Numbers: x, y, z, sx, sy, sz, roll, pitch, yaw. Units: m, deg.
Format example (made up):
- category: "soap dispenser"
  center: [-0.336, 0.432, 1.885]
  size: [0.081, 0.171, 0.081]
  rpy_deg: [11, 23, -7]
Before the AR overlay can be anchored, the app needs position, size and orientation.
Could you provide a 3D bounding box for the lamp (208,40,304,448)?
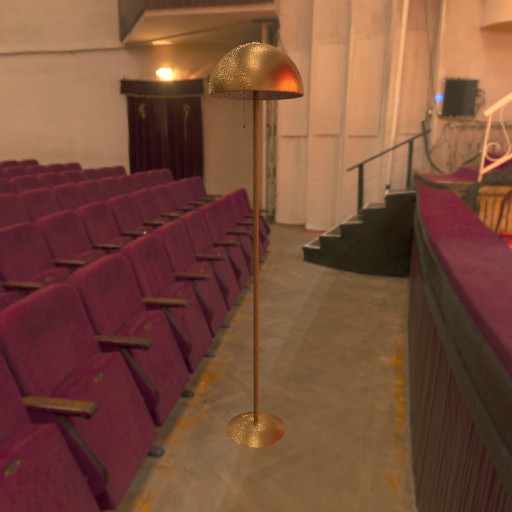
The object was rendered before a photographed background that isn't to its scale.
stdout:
- category: "lamp"
  center: [0.000, 0.000, 1.660]
  size: [0.328, 1.480, 0.328]
  rpy_deg: [2, 14, 9]
